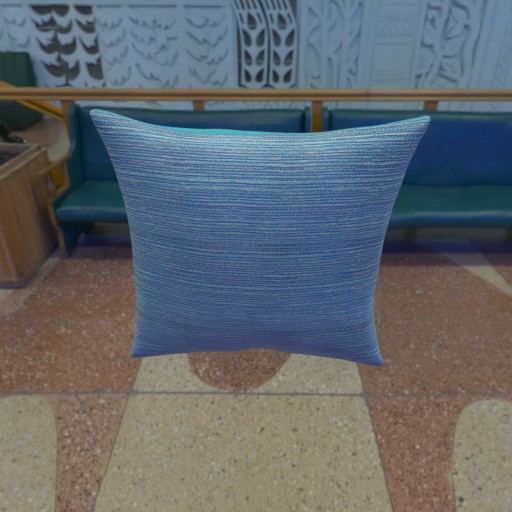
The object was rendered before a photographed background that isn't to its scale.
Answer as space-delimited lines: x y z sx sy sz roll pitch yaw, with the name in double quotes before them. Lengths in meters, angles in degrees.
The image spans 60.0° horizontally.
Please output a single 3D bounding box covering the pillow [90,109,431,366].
"pillow" 0.000 0.000 0.783 0.514 0.497 0.150 1 30 2
